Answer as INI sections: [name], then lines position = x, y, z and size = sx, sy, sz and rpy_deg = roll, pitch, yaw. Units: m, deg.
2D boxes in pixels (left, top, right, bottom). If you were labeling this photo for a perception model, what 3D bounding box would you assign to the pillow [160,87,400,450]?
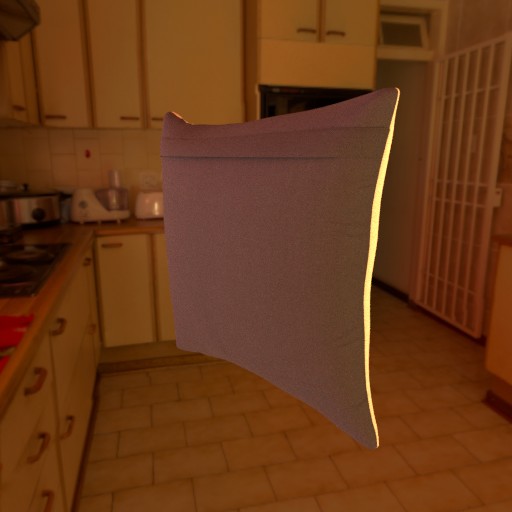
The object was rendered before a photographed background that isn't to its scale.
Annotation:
[pillow]
position = 0.000, 0.000, 0.615
size = 0.173, 0.406, 0.405
rpy_deg = -12, 18, -43
